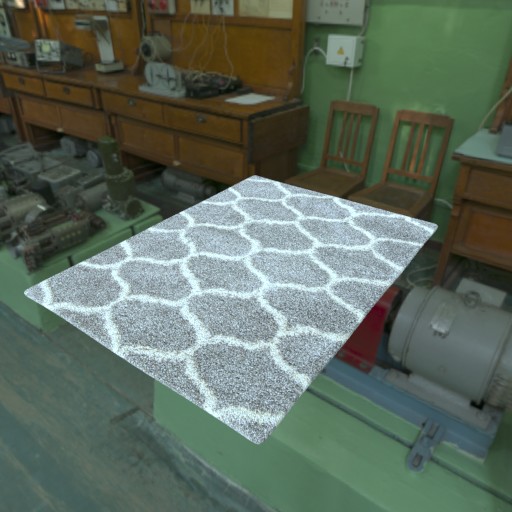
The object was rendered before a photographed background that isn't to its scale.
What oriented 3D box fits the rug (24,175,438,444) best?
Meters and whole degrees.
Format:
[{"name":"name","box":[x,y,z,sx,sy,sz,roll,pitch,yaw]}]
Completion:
[{"name":"rug","box":[0.000,0.000,2.067,1.200,0.025,1.600,21,37,30]}]
